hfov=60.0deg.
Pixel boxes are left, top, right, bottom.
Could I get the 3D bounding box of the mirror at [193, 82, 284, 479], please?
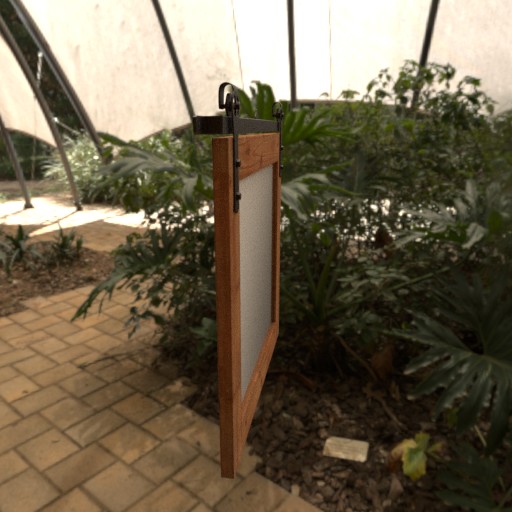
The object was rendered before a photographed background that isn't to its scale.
[{"bbox_3d":[0.000,0.000,1.168,0.054,0.800,0.805,3,16,10],"label":"mirror"}]
